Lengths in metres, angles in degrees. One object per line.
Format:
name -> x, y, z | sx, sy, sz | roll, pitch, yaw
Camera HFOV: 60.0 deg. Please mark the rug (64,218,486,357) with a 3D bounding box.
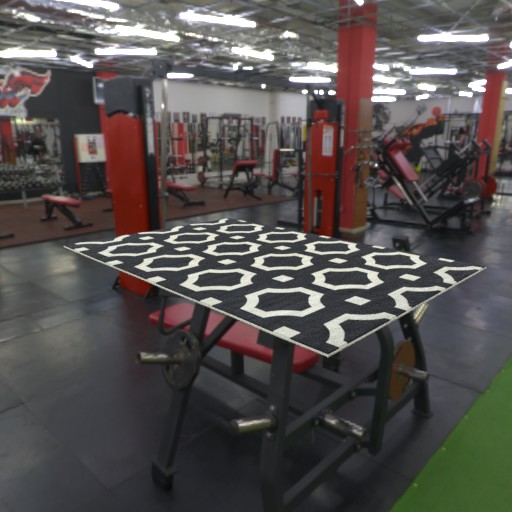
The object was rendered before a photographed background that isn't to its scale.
rug -> 0.000, 0.000, 2.861 | 1.555, 0.016, 2.286 | -14, 21, -43
